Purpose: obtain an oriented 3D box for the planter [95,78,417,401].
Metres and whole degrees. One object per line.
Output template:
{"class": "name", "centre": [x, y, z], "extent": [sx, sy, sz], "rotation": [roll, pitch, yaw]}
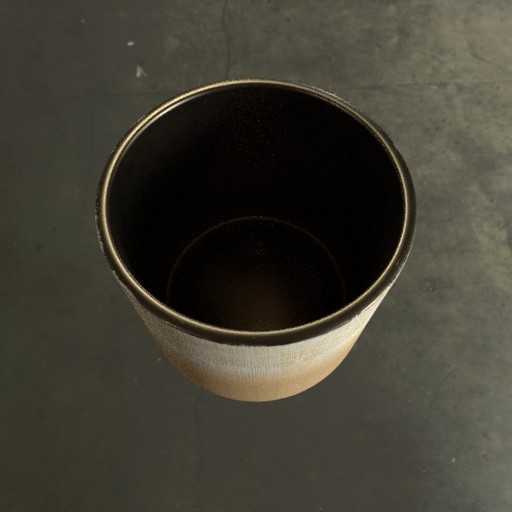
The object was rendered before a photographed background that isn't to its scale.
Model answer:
{"class": "planter", "centre": [0.000, 0.000, 0.389], "extent": [0.221, 0.201, 0.221], "rotation": [0, 63, 0]}
